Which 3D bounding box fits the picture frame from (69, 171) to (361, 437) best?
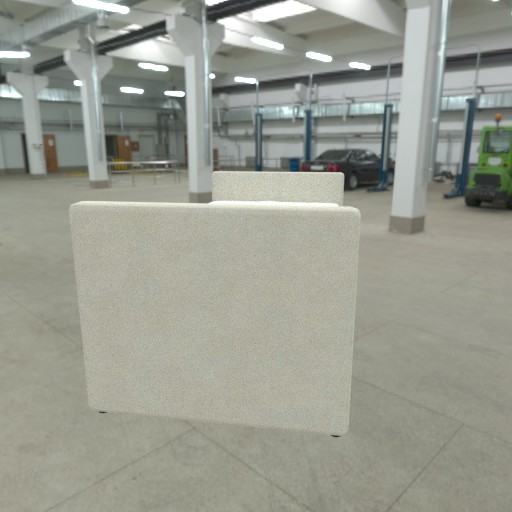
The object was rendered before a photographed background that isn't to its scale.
[{"bbox_3d":[0.000,0.000,2.694,1.069,0.891,2.161,2,14,9],"label":"picture frame"}]
